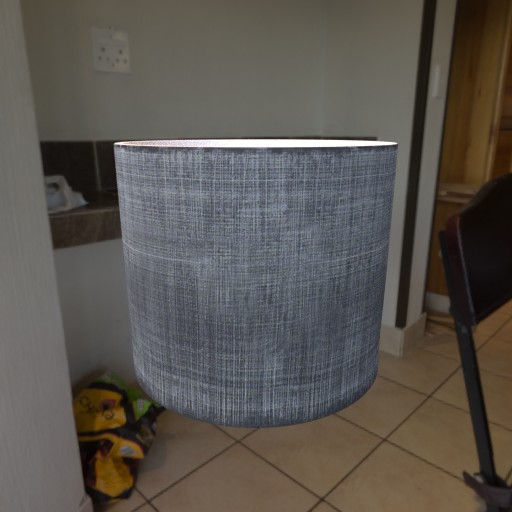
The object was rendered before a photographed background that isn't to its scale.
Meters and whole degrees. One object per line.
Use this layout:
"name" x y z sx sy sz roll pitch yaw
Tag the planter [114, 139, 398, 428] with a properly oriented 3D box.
"planter" 0.000 0.000 0.444 0.254 0.221 0.254 0 16 0
